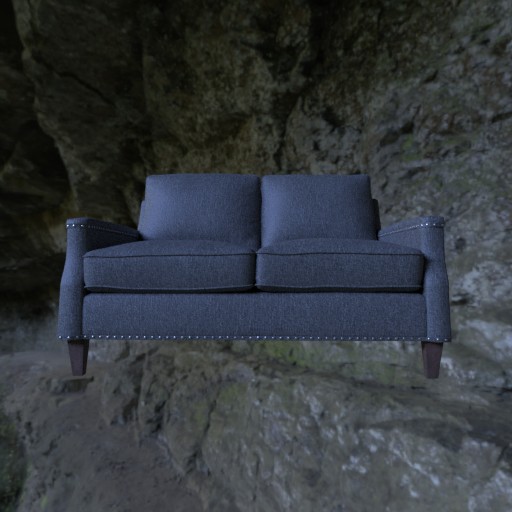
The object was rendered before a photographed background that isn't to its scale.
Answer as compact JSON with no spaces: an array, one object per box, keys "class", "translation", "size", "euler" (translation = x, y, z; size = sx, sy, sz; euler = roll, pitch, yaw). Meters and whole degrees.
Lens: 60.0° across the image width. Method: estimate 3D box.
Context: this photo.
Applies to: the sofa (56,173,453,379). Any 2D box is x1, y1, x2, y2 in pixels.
[{"class":"sofa","translation":[0.000,0.000,2.295],"size":[1.597,1.003,1.084],"euler":[0,-1,2]}]
